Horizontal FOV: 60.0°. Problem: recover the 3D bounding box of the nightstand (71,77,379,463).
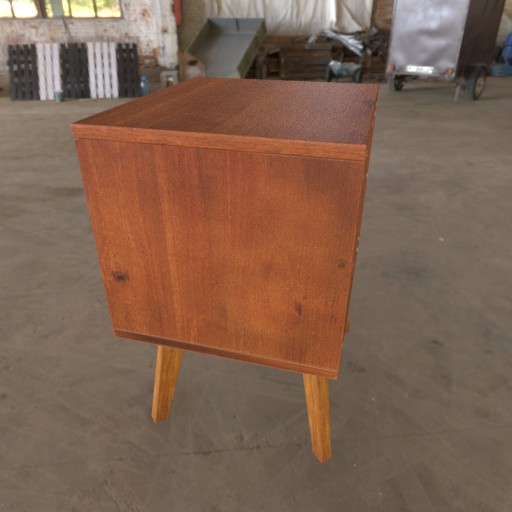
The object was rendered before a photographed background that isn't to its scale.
[{"bbox_3d":[0.000,0.000,0.917,0.411,0.618,0.460,8,31,13],"label":"nightstand"}]
